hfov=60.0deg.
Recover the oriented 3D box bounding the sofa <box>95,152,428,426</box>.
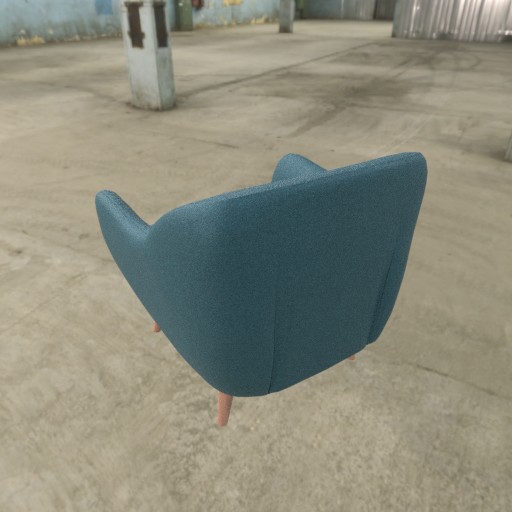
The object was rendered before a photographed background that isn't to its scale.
[{"bbox_3d":[0.000,0.000,1.485,0.836,0.817,0.825,-18,34,-28],"label":"sofa"}]
